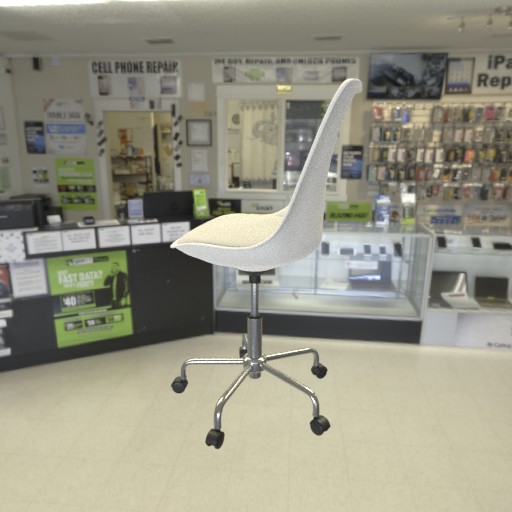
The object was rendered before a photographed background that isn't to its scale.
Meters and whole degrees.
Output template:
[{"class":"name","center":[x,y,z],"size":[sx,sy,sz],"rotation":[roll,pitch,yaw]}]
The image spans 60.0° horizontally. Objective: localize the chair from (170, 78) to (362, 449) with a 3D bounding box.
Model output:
[{"class":"chair","center":[0.000,0.000,1.293],"size":[0.550,0.930,0.550],"rotation":[2,15,8]}]
